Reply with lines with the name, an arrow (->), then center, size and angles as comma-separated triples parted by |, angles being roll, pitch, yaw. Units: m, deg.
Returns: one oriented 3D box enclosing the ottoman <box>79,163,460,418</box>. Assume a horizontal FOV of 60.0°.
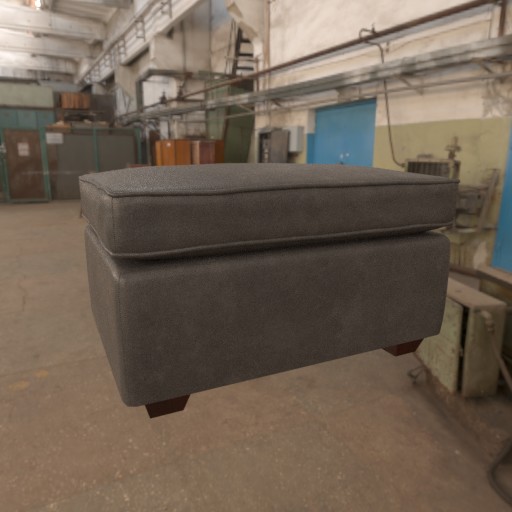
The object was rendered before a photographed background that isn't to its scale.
ottoman -> 0.000, 0.000, 1.086 | 0.756, 0.445, 0.554 | -6, 15, -25
